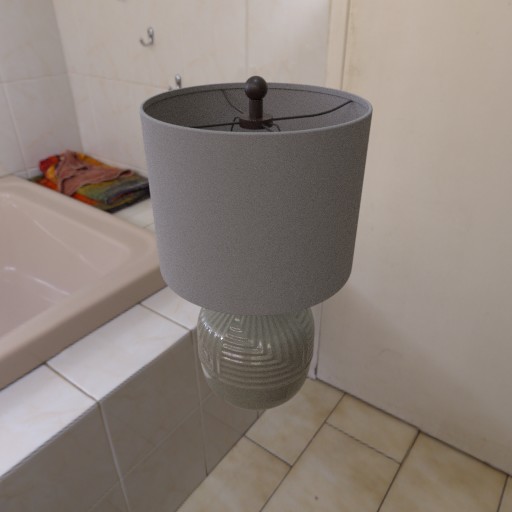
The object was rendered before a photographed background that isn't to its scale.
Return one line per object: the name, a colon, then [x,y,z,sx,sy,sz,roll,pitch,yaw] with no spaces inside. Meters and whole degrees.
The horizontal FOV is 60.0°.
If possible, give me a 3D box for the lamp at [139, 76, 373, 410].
lamp: [0.000,0.000,0.745,0.318,0.567,0.318,0,31,0]
